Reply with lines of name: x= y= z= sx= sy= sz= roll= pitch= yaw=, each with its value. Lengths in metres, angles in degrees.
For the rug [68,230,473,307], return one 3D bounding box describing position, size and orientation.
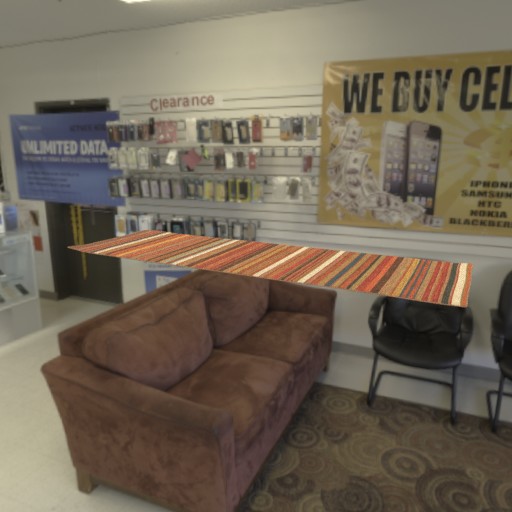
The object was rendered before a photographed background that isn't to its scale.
rug: x=0.000 y=0.000 z=2.782 sx=2.444 sy=0.030 sz=0.799 roll=7 pitch=15 yaw=26
